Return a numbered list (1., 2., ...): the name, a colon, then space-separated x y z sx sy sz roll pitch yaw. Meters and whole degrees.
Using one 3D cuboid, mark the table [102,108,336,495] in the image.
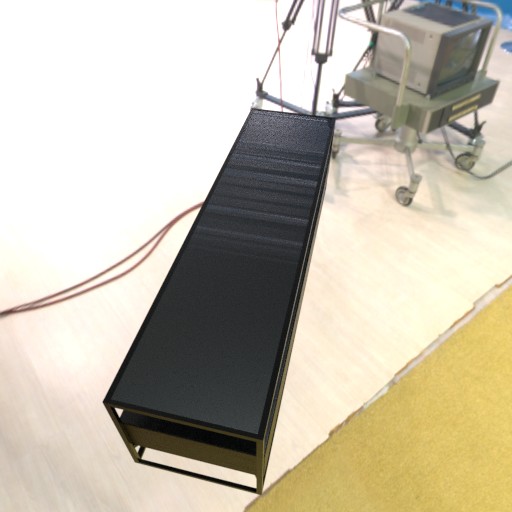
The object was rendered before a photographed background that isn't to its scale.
1. table: 0.000 0.000 1.668 0.399 0.395 1.486 10 47 9
